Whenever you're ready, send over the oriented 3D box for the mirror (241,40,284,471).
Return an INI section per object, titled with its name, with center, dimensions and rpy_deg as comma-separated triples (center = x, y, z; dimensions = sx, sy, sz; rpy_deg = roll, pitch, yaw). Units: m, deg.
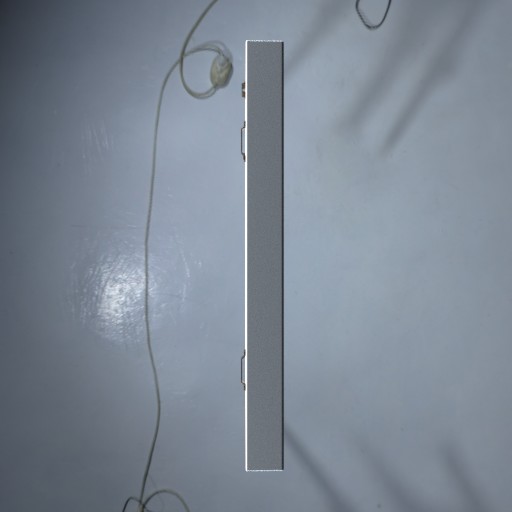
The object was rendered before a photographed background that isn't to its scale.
[mirror]
center = 0.000, 0.000, 0.672
dimensions = 0.041, 0.509, 0.406
rpy_deg = 0, 90, -1
